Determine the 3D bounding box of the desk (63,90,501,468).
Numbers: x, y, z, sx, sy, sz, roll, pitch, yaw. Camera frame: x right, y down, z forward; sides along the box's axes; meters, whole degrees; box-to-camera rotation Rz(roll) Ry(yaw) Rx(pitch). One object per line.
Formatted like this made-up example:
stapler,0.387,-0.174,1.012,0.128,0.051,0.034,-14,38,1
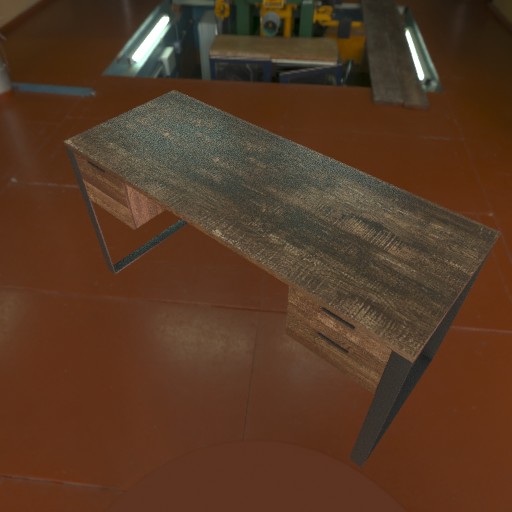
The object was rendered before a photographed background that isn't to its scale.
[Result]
desk,0.000,0.000,1.858,1.524,0.762,0.599,31,53,27
